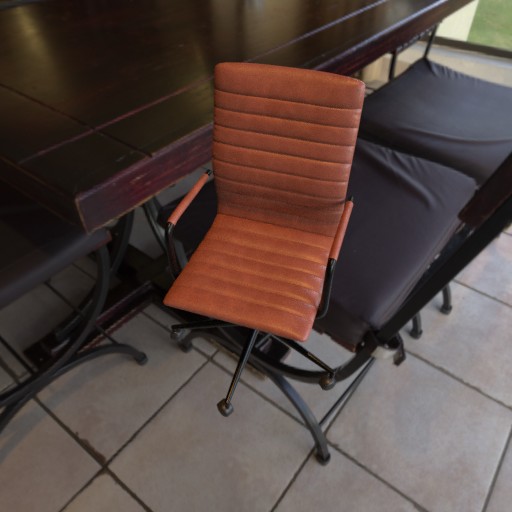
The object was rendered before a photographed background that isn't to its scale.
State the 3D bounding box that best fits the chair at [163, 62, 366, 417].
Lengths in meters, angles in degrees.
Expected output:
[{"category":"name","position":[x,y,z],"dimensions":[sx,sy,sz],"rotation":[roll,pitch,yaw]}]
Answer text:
[{"category":"chair","position":[0.000,0.000,1.279],"dimensions":[0.600,0.878,0.578],"rotation":[13,44,14]}]
